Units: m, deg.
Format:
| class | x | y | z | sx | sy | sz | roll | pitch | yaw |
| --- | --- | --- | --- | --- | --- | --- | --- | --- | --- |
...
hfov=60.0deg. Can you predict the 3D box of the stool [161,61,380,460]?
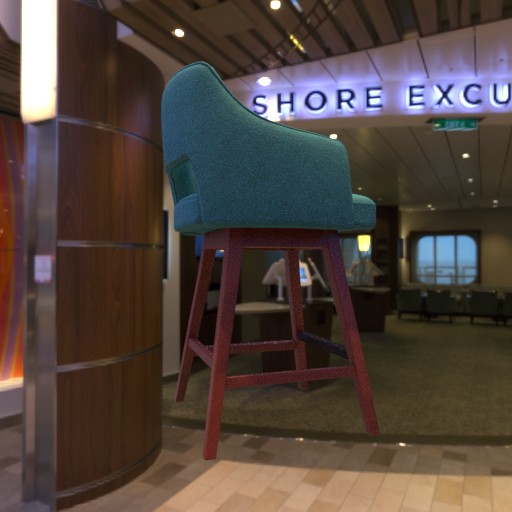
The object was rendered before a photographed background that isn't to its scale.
| class | x | y | z | sx | sy | sz | roll | pitch | yaw |
| --- | --- | --- | --- | --- | --- | --- | --- | --- | --- |
| stool | 0.000 | 0.000 | 1.328 | 0.556 | 0.961 | 0.548 | 0 | 0 | -19 |
